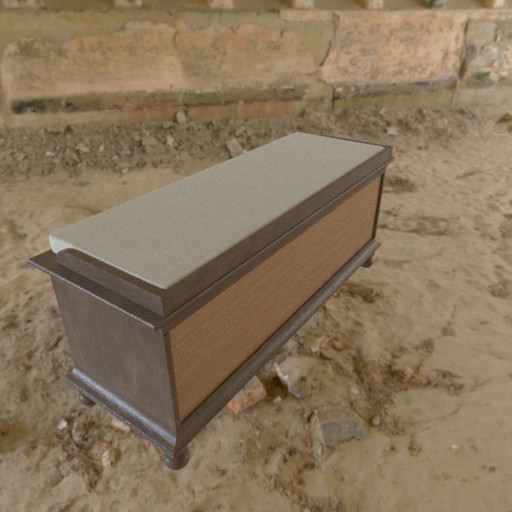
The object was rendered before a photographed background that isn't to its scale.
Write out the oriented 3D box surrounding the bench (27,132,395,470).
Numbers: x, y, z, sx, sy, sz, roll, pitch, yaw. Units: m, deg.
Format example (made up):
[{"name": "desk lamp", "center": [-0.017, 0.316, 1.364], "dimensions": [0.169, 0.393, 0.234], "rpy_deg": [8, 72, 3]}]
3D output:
[{"name": "bench", "center": [0.000, 0.000, 1.399], "dimensions": [0.402, 0.501, 1.185], "rpy_deg": [20, 36, 30]}]
